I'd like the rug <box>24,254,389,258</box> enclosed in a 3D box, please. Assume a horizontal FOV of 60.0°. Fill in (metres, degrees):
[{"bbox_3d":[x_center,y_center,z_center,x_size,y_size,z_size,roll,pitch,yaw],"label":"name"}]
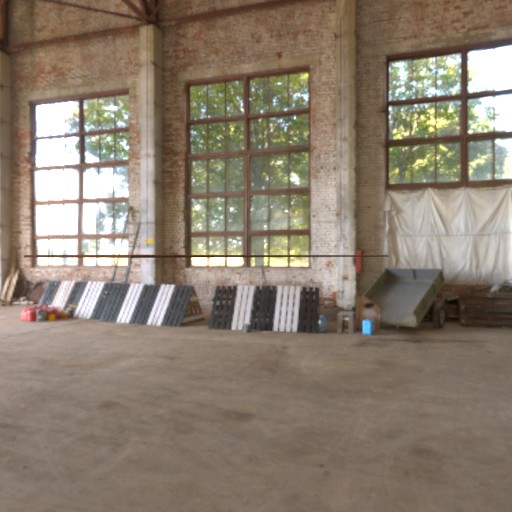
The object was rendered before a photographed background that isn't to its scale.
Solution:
[{"bbox_3d":[0.000,0.000,2.719,0.769,0.012,2.448,0,0,37],"label":"rug"}]
